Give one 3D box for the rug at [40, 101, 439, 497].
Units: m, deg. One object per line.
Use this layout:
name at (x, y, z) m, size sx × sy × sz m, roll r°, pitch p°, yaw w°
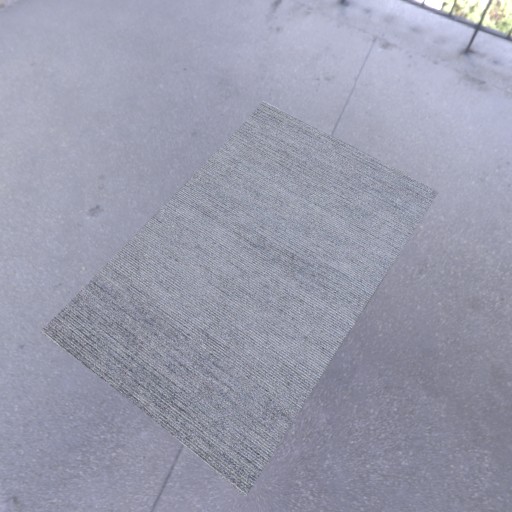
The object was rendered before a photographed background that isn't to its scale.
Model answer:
rug at (0.000, 0.000, 2.206) m, size 1.159 × 0.021 × 1.789 m, roll 32°, pitch 67°, yaw 15°
